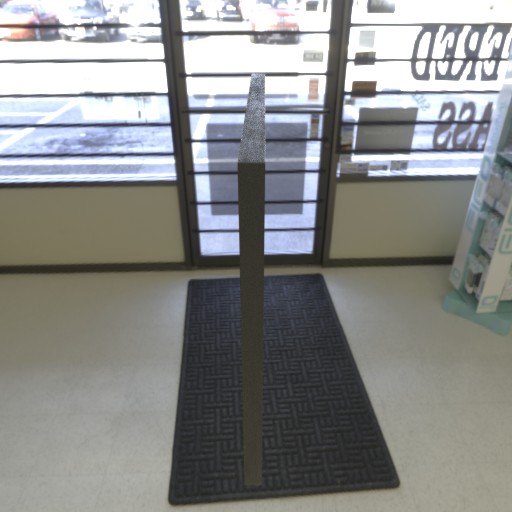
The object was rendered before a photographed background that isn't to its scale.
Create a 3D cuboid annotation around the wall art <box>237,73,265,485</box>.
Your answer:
[{"bbox_3d":[0.000,0.000,1.142,0.039,0.763,0.763,1,31,1],"label":"wall art"}]
